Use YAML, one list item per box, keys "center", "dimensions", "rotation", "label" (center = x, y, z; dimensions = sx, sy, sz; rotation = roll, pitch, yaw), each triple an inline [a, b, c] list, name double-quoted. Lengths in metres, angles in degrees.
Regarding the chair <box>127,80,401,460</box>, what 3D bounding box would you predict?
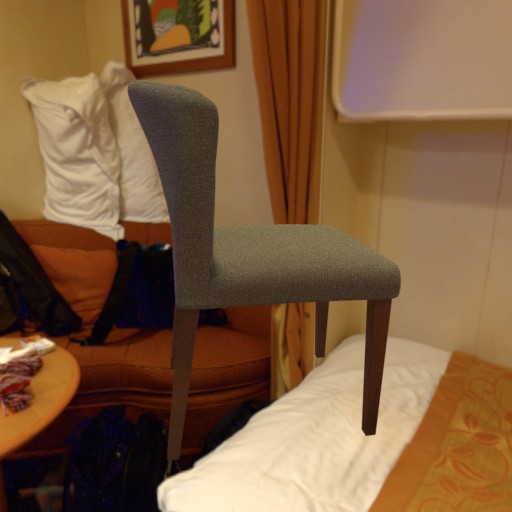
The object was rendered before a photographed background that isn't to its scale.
- center: [0.000, 0.000, 1.162]
  dimensions: [0.589, 0.839, 0.491]
  rotation: [-3, 16, -9]
  label: "chair"
